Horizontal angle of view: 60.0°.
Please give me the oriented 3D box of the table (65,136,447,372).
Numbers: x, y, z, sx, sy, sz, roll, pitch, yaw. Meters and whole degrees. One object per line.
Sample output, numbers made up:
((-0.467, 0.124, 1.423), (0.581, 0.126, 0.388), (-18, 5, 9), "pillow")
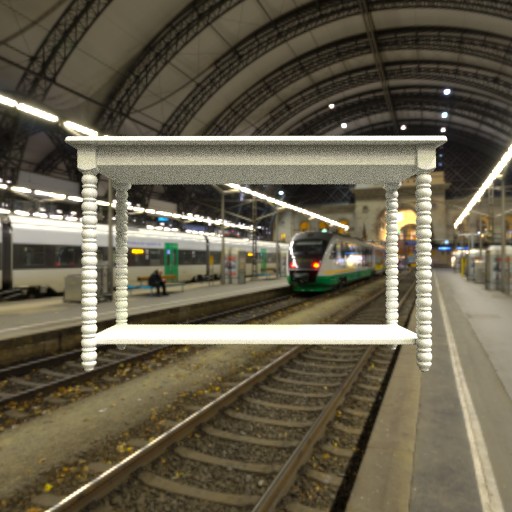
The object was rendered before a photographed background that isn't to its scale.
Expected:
((0.000, 0.000, 1.589), (1.184, 0.740, 0.459), (0, 0, 0), "table")
